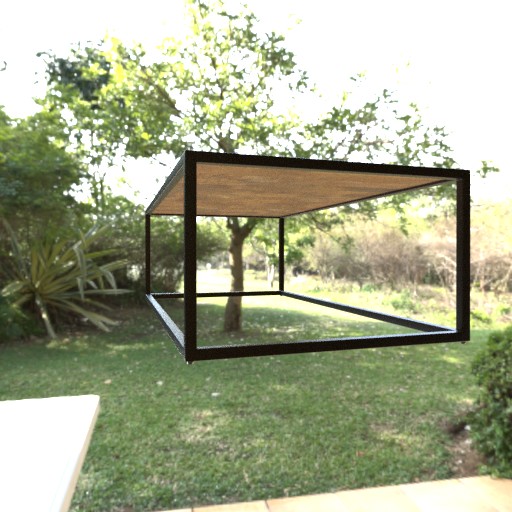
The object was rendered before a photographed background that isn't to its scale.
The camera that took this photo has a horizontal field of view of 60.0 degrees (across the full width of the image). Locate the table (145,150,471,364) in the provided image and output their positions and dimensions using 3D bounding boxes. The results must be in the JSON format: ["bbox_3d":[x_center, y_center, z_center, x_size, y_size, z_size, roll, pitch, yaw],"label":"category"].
[{"bbox_3d":[0.000,0.000,1.484,0.649,0.398,1.199,0,0,-17],"label":"table"}]
